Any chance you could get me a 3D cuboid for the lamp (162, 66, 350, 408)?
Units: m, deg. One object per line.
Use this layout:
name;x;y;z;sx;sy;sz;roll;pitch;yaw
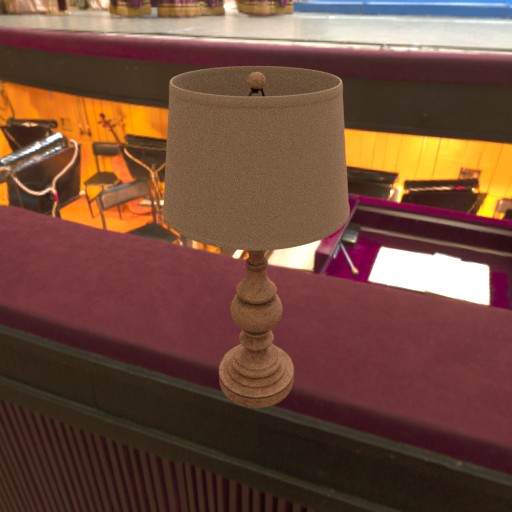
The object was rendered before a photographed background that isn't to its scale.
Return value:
lamp;0.000;0.000;0.874;0.340;0.678;0.340;0;31;0
